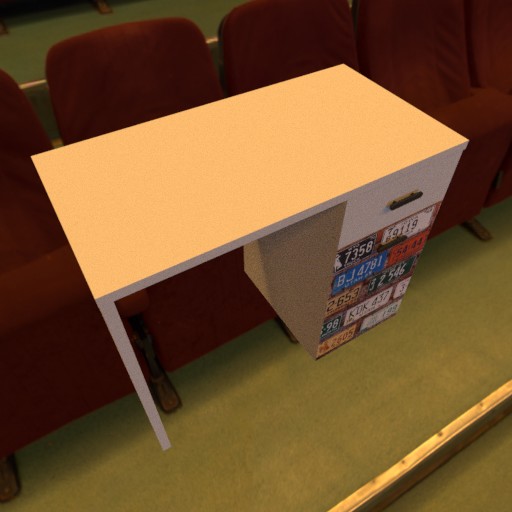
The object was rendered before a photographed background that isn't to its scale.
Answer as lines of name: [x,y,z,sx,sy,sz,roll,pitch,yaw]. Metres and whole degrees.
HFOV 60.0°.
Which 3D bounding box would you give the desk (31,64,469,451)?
desk: [0.000,0.000,1.289,0.898,0.730,0.482,-24,52,-20]
